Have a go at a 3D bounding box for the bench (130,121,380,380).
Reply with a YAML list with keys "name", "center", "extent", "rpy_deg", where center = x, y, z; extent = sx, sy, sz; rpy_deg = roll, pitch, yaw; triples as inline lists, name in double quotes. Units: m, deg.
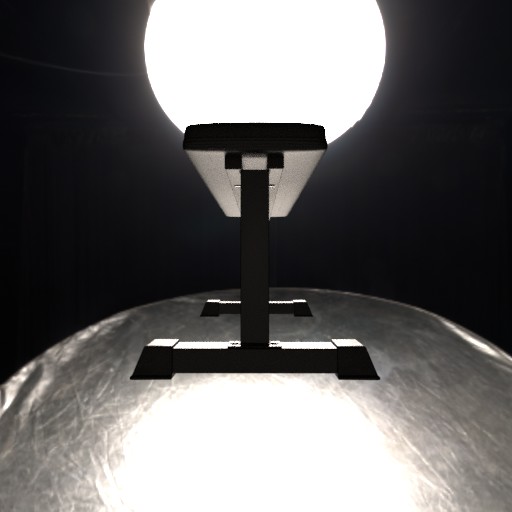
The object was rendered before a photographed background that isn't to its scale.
- name: "bench"
  center: [0.000, 0.000, 1.284]
  extent: [0.439, 0.453, 1.072]
  rpy_deg: [0, -1, 0]
